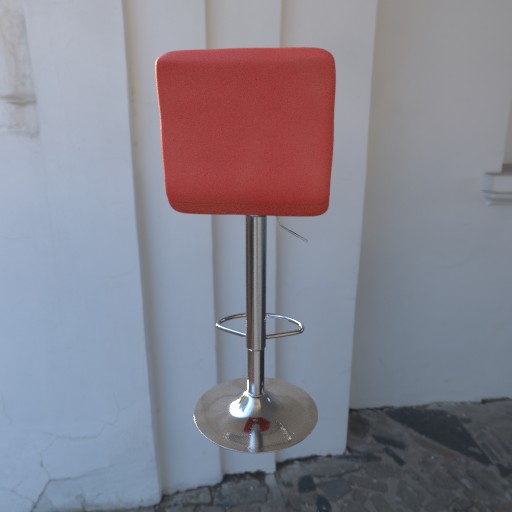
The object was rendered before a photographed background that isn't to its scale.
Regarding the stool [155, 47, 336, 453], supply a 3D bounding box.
[{"bbox_3d":[0.000,0.000,1.380,0.430,1.115,0.505,2,16,7],"label":"stool"}]
